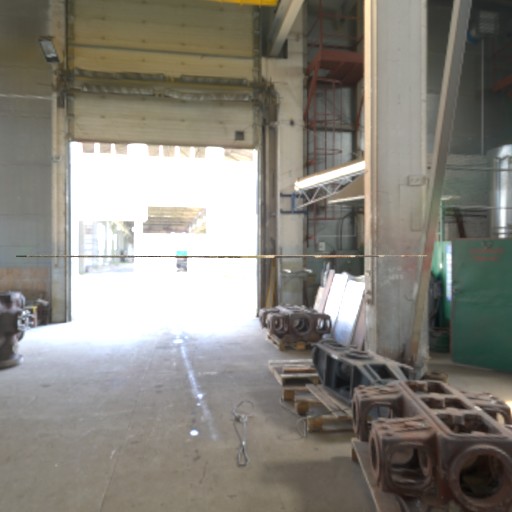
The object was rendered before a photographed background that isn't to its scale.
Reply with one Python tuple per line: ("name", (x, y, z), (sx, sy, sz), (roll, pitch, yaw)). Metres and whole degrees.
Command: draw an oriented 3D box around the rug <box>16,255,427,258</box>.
("rug", (0.000, 0.000, 2.282), (1.216, 0.006, 1.828), (0, 0, 36))
